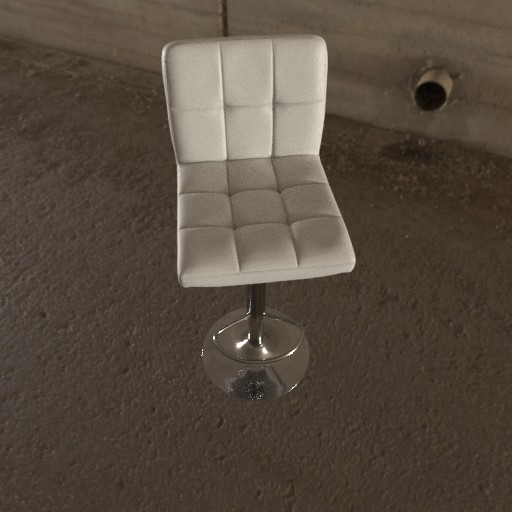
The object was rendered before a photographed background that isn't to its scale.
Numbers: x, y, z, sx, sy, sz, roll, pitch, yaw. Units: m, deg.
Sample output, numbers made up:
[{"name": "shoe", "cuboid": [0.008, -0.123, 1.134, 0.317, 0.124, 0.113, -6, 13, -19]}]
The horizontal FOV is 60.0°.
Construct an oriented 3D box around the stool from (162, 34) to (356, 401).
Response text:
[{"name": "stool", "cuboid": [0.000, 0.000, 1.353, 0.430, 1.115, 0.505, -5, 47, -5]}]
